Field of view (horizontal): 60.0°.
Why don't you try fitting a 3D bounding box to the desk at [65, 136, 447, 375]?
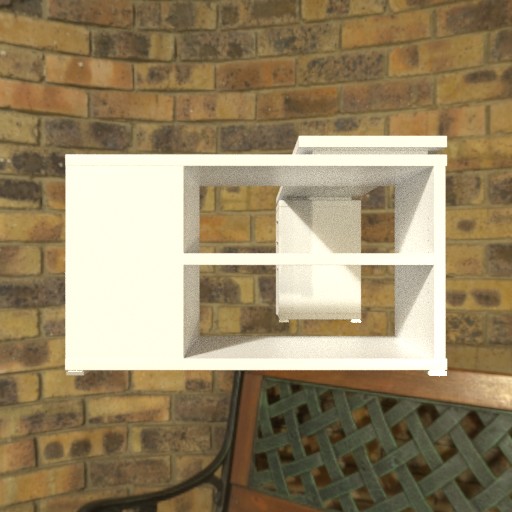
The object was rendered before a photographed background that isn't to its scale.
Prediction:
[{"bbox_3d":[0.000,0.000,2.153,1.200,0.753,1.524,0,0,0],"label":"desk"}]
